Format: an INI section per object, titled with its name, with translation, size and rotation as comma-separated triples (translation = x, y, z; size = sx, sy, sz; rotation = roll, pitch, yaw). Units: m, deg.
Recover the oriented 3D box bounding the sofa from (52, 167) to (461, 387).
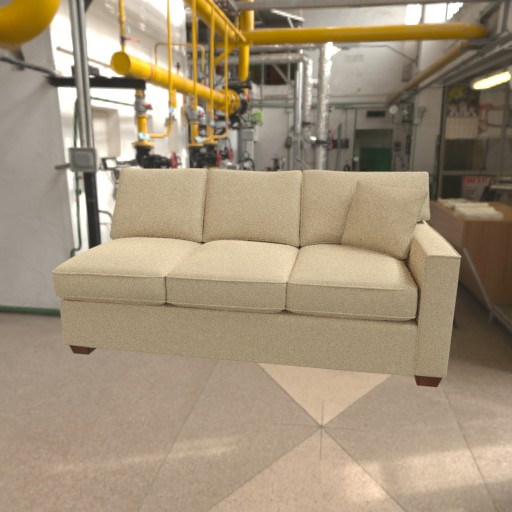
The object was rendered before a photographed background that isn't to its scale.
[sofa]
translation = 0.000, 0.000, 2.549
size = 1.963, 0.946, 1.034
rotation = 3, 15, 10
